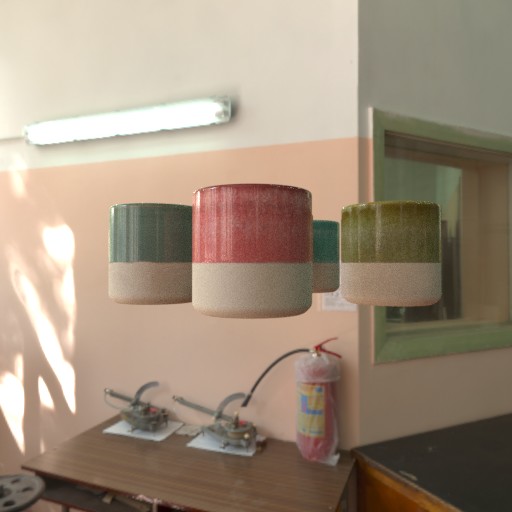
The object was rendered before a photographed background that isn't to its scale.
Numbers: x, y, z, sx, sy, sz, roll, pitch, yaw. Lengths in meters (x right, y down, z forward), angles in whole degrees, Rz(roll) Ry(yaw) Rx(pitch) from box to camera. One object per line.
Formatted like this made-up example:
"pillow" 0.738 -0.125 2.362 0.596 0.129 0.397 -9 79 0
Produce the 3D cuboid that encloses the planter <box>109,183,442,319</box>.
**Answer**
"planter" 0.000 0.000 0.404 0.257 0.075 0.286 1 -1 -35
